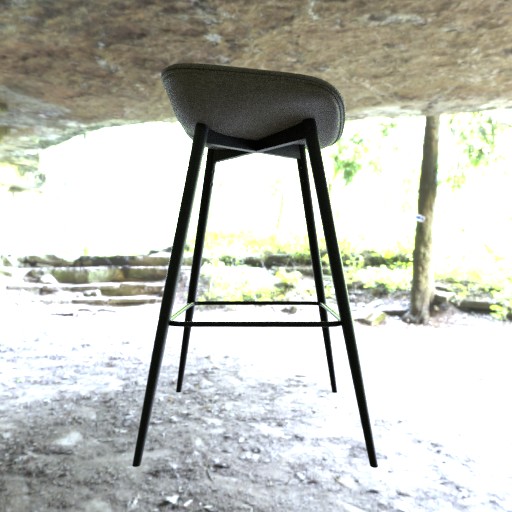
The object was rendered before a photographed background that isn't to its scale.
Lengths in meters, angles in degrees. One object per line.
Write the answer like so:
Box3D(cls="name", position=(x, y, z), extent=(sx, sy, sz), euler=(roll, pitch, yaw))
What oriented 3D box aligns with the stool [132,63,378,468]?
Box3D(cls="stool", position=(0.000, 0.000, 1.088), extent=(0.480, 0.814, 0.469), euler=(0, 1, 0))
